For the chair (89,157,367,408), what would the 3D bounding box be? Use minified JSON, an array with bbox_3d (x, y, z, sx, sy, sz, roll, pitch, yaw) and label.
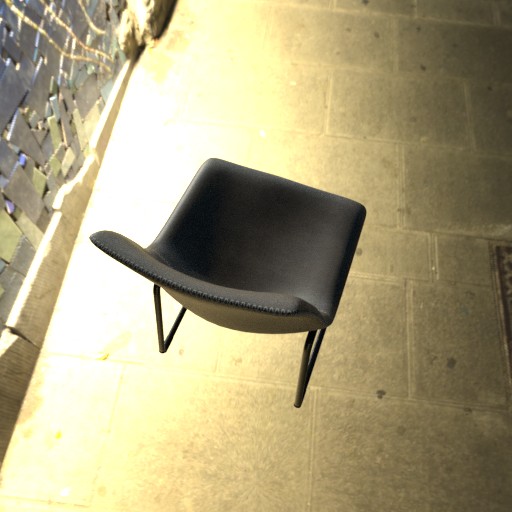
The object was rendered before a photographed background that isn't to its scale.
[{"bbox_3d":[0.000,0.000,1.085,0.460,0.780,0.550,19,64,10],"label":"chair"}]
